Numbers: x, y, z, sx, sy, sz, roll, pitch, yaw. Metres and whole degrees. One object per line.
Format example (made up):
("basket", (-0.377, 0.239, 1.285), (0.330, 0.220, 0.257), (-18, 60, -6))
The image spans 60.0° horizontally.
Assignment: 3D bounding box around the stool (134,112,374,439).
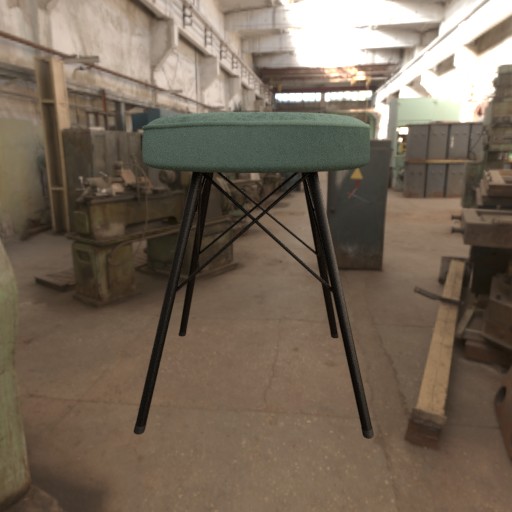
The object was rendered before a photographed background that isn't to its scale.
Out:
("stool", (0.000, 0.000, 0.869), (0.457, 0.519, 0.458), (3, 15, 10))
